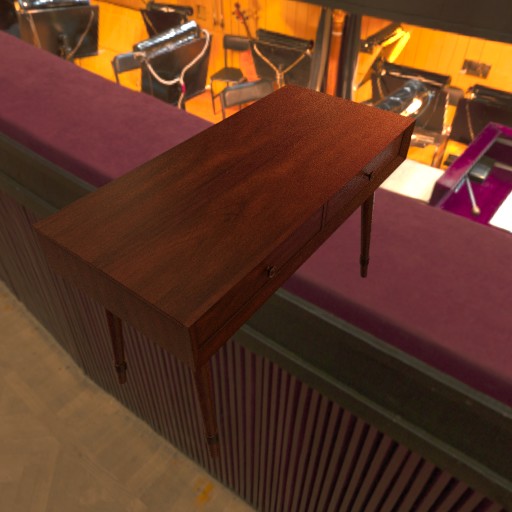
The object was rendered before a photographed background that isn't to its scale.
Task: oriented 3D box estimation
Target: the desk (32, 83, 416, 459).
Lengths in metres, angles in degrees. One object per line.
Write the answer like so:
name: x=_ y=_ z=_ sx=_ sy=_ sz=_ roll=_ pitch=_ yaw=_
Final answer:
desk: x=0.000 y=0.000 z=2.165 sx=0.734 sy=1.031 sz=1.577 roll=27 pitch=49 yaw=26
